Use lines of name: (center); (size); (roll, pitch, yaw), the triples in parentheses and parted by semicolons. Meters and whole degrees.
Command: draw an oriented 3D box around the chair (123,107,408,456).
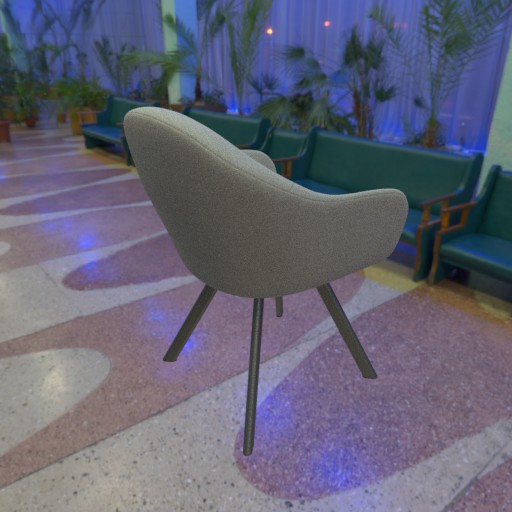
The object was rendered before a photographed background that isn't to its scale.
chair: (0.000, 0.000, 1.169); (0.570, 0.780, 0.540); (-17, 30, -32)
